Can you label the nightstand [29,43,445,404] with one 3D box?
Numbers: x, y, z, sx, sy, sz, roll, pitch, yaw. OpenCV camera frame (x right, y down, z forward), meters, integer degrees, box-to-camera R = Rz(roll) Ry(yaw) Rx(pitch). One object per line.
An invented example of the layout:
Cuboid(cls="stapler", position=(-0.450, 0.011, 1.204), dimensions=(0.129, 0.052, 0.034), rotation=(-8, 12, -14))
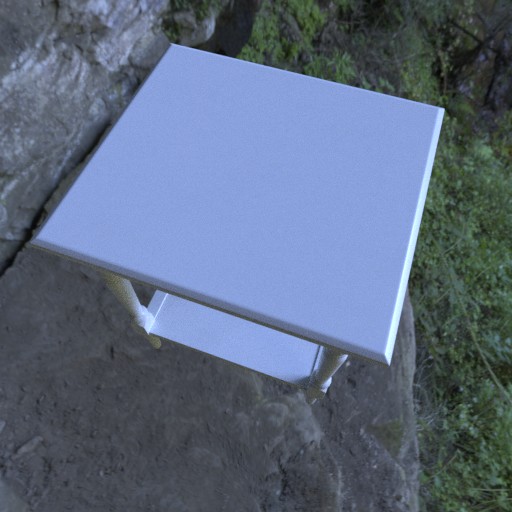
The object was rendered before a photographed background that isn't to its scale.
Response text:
Cuboid(cls="nightstand", position=(0.000, 0.000, 0.914), dimensions=(0.505, 0.555, 0.459), rotation=(17, 62, 9))
